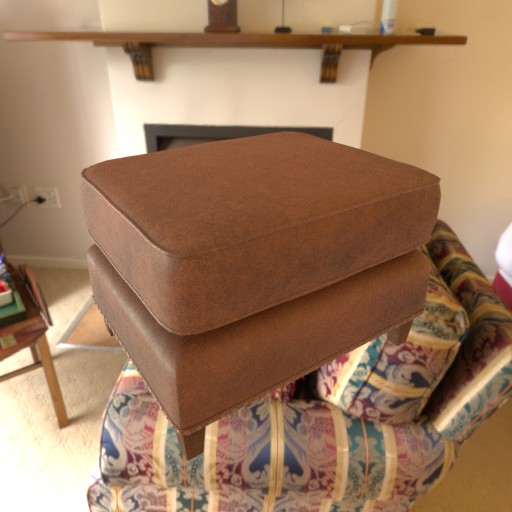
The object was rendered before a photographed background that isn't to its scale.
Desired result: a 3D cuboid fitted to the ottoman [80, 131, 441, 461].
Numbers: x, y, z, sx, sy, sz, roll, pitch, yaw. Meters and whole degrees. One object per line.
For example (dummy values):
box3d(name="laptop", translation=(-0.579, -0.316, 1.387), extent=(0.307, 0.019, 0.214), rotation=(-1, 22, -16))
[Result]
box3d(name="ottoman", translation=(0.000, 0.000, 1.152), extent=(0.738, 0.537, 0.589), rotation=(-18, 33, -30))
